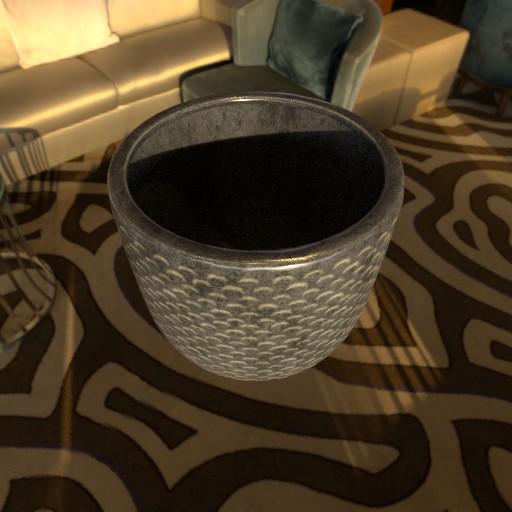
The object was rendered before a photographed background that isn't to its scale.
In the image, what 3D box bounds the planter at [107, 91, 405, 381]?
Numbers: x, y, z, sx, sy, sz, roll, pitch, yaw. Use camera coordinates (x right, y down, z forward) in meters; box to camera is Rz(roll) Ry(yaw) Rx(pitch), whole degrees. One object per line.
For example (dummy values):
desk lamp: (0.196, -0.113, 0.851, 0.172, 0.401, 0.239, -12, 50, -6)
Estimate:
planter: (0.000, 0.000, 0.364, 0.197, 0.191, 0.197, 0, 46, 0)
